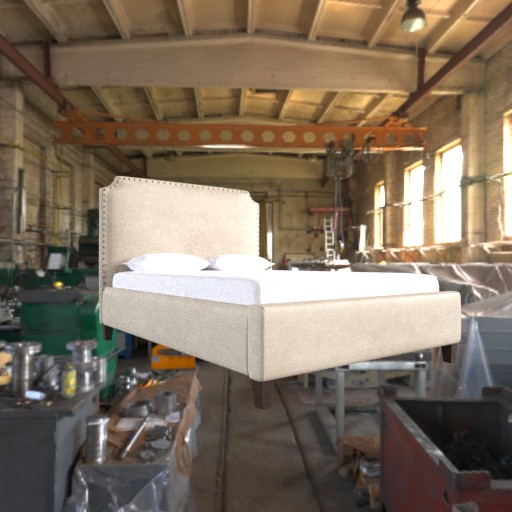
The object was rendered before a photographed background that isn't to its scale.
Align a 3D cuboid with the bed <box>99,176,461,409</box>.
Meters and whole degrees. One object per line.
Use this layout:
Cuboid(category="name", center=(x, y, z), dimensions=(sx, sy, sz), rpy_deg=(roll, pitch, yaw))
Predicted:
Cuboid(category="bed", center=(0.000, 0.000, 3.430), dimensions=(1.712, 1.443, 2.372), rpy_deg=(1, -1, -36))
